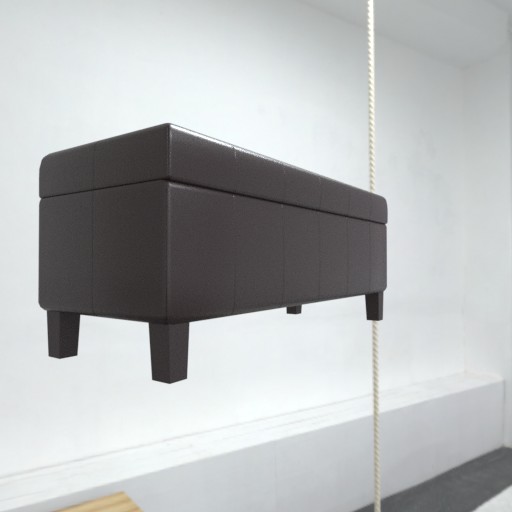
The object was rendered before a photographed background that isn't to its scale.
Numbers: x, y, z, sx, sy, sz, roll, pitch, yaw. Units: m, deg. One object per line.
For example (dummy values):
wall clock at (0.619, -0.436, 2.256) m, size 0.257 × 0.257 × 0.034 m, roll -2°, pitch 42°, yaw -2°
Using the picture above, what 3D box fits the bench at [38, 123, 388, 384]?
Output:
bench at (0.000, 0.000, 1.307) m, size 0.429 × 0.457 × 1.092 m, roll -1°, pitch -1°, yaw 36°
